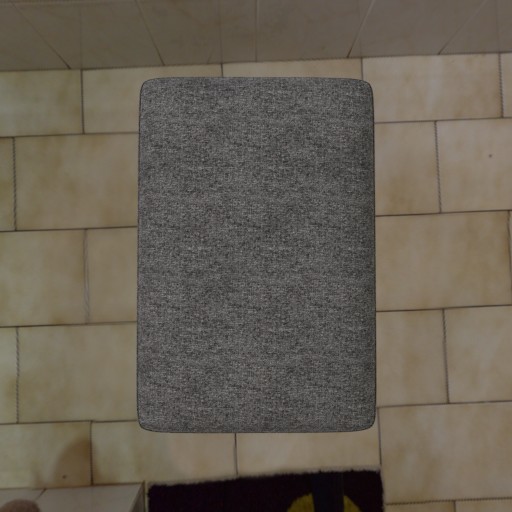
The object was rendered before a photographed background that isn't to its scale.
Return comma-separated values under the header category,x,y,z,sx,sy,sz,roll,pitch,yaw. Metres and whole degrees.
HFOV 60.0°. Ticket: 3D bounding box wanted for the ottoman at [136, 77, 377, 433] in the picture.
category,x,y,z,sx,sy,sz,roll,pitch,yaw
ottoman,0.000,0.000,1.228,0.584,0.483,0.864,0,88,-1
